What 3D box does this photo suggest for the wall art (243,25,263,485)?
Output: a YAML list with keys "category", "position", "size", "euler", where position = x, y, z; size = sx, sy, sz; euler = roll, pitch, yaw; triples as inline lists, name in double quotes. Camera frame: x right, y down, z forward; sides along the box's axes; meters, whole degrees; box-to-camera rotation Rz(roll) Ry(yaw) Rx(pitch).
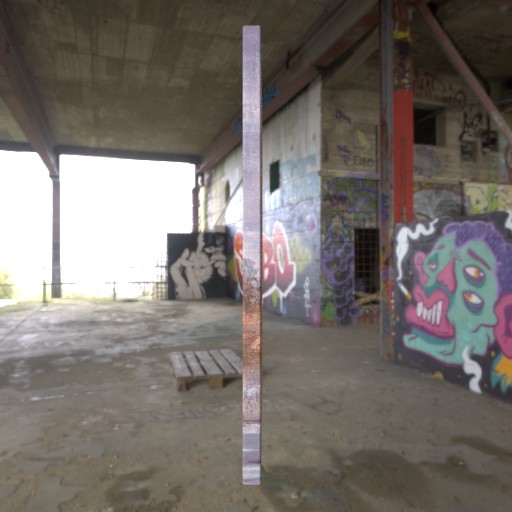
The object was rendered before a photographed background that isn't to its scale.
- category: "wall art"
  position: [0.000, 0.000, 1.307]
  size: [0.035, 0.897, 0.888]
  euler: [0, 0, 1]
